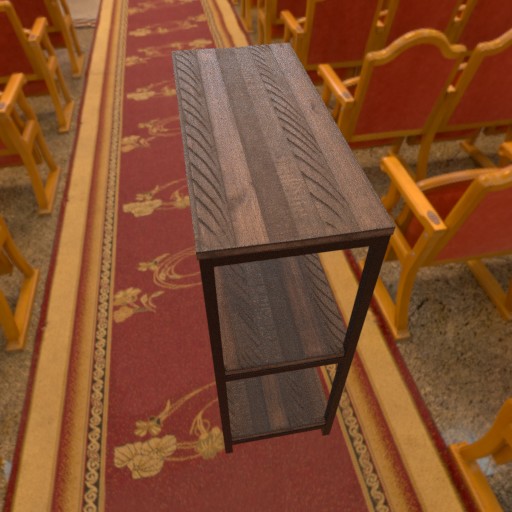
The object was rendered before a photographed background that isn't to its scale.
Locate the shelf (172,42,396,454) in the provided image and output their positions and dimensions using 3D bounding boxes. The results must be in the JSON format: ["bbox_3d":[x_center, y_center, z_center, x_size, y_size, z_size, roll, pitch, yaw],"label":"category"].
[{"bbox_3d":[0.000,0.000,1.381,0.352,0.947,0.822,-7,47,-7],"label":"shelf"}]
